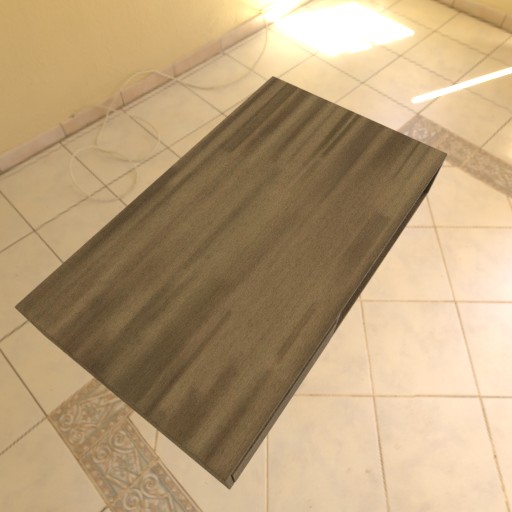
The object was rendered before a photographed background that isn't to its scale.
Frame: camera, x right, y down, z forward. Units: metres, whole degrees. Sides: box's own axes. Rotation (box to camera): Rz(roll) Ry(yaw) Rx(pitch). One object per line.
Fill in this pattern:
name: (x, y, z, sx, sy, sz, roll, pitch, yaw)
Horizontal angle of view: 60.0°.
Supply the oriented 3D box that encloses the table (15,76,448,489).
table: (0.000, 0.000, 1.341, 0.643, 0.347, 1.088, 31, 63, 18)
